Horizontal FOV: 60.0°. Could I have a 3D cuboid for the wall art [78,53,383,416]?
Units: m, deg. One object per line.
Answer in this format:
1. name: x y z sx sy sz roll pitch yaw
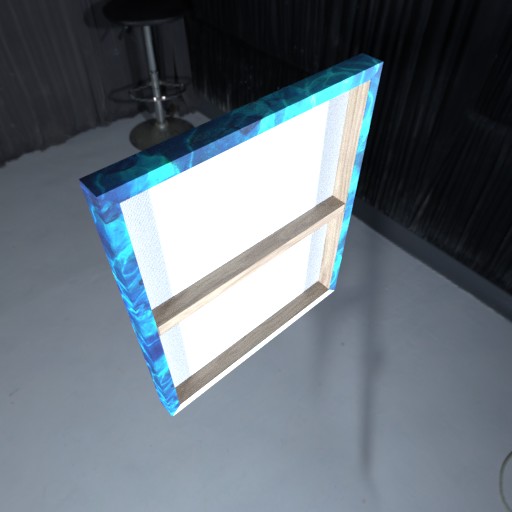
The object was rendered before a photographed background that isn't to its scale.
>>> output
1. wall art: 0.000 0.000 0.708 0.432 0.508 0.038 -33 56 -26
